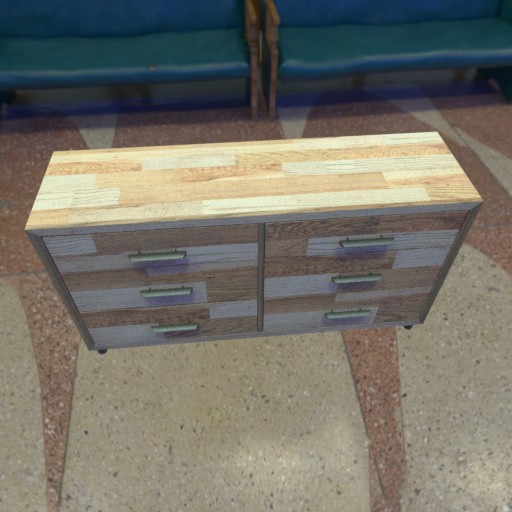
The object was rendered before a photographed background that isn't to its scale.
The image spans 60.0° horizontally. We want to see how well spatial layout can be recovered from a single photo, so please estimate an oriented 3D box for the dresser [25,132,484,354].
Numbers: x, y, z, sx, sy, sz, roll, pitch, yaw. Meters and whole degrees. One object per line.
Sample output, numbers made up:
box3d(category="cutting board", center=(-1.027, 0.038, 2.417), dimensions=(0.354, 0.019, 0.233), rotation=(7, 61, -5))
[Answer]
box3d(category="dresser", center=(0.000, 0.000, 1.925), dimensions=(1.547, 0.834, 0.487), rotation=(-4, 48, -4))
